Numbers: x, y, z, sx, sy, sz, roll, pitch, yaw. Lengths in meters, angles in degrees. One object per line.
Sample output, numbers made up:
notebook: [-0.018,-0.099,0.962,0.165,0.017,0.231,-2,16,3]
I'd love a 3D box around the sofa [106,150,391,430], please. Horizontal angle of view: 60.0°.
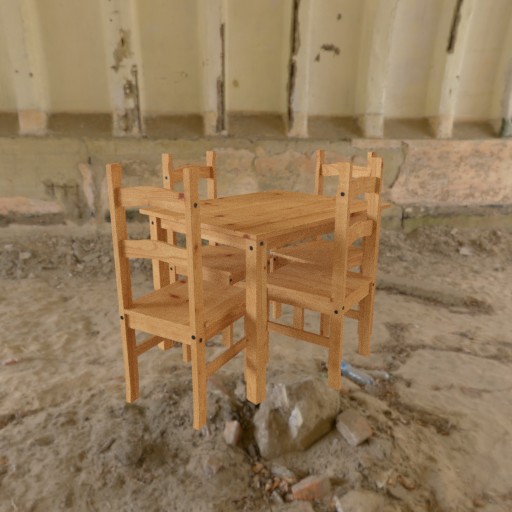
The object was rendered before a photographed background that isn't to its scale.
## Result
sofa: [0.000,0.000,2.268,1.144,1.000,1.529,15,22,42]
